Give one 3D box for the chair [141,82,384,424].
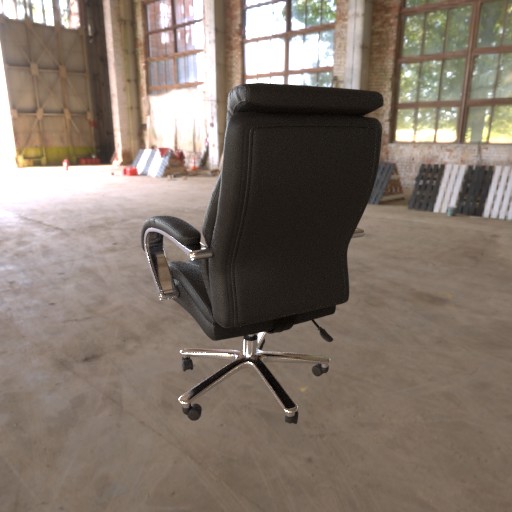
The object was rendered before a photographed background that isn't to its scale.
[{"bbox_3d":[0.000,0.000,1.718,0.755,1.183,0.790,-8,18,-27],"label":"chair"}]
